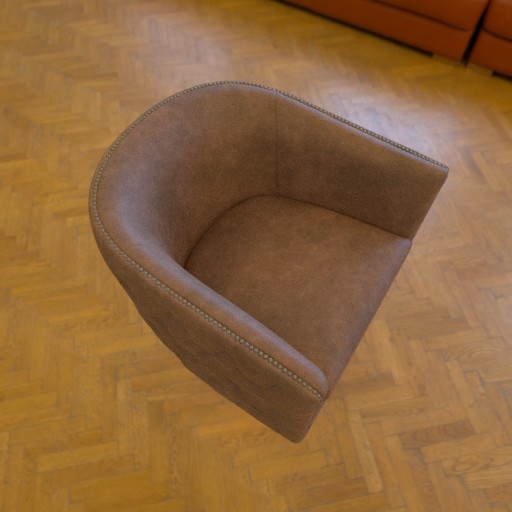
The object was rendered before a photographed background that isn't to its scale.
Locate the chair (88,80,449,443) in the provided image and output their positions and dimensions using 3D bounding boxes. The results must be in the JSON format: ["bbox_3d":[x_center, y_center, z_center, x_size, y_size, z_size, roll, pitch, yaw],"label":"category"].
[{"bbox_3d":[0.000,0.000,1.518,0.870,0.790,0.850,29,62,17],"label":"chair"}]
